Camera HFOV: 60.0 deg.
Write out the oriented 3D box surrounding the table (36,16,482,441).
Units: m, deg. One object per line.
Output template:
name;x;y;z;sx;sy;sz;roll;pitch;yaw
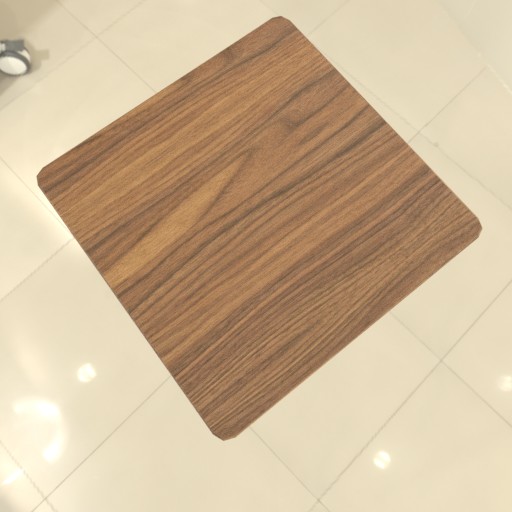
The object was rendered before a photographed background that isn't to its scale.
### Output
table;0.000;0.000;0.959;0.480;0.641;0.479;-37;78;-9
